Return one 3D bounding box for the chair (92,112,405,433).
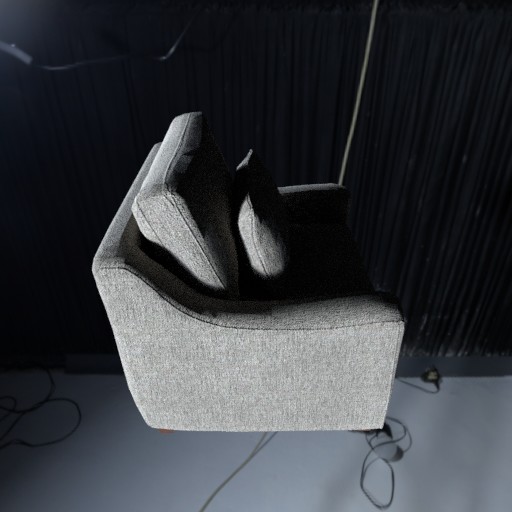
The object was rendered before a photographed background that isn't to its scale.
[{"bbox_3d":[0.000,0.000,1.950,1.009,1.037,1.138,0,33,-1],"label":"chair"}]
